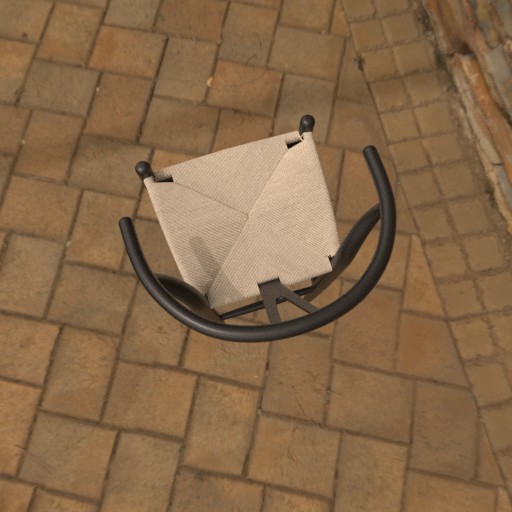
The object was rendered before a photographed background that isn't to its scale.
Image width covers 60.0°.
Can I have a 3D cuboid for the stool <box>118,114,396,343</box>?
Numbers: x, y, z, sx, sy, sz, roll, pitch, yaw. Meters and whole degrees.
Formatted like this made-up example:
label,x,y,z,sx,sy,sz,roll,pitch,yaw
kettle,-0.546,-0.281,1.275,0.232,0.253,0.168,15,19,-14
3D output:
label,x,y,z,sx,sy,sz,roll,pitch,yaw
stool,0.000,0.000,1.338,0.569,0.970,0.579,-17,75,-5
